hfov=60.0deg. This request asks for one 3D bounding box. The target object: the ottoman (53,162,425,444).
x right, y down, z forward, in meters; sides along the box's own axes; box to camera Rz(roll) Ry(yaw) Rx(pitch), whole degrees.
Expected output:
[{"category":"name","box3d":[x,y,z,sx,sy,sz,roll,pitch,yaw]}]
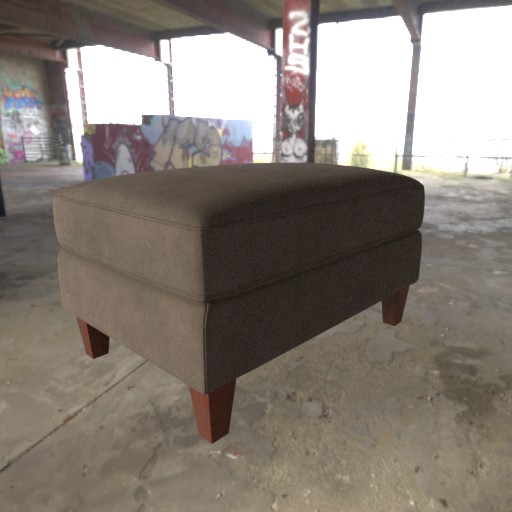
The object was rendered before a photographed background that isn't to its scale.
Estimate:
[{"category":"ottoman","box3d":[0.000,0.000,1.207,0.584,0.483,0.864,15,21,42]}]
